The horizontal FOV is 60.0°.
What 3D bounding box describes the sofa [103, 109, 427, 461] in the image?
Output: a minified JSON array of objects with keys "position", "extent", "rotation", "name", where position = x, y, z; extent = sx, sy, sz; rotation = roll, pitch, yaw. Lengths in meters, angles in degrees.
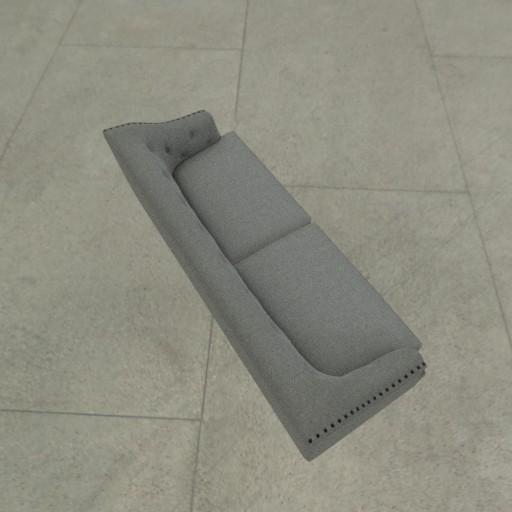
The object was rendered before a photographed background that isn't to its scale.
[{"position":[0.000,0.000,2.776],"extent":[0.914,0.901,2.235],"rotation":[-28,61,-17],"name":"sofa"}]
